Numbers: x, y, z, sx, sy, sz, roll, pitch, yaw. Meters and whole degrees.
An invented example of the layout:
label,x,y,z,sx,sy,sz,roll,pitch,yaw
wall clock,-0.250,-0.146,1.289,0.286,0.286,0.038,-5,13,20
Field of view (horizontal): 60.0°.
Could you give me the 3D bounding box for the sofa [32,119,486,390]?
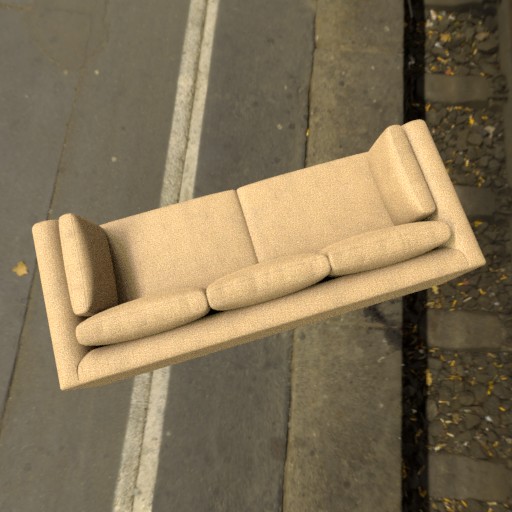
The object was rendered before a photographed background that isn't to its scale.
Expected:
label,x,y,z,sx,sy,sz,roll,pitch,yaw
sofa,0.000,0.000,2.810,2.415,0.867,0.969,-16,76,-4
